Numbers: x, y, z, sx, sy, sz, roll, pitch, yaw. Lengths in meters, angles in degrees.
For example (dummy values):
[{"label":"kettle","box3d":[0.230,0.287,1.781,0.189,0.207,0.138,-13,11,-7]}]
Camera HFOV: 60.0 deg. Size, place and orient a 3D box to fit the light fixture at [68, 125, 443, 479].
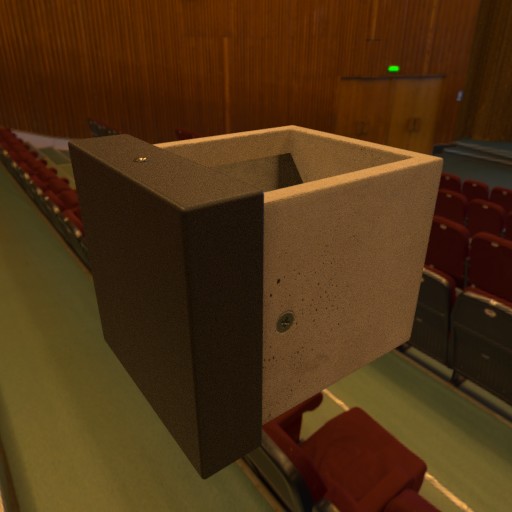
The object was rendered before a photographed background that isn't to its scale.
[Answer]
[{"label":"light fixture","box3d":[0.000,0.000,0.239,0.143,0.121,0.121,-18,31,-32]}]
